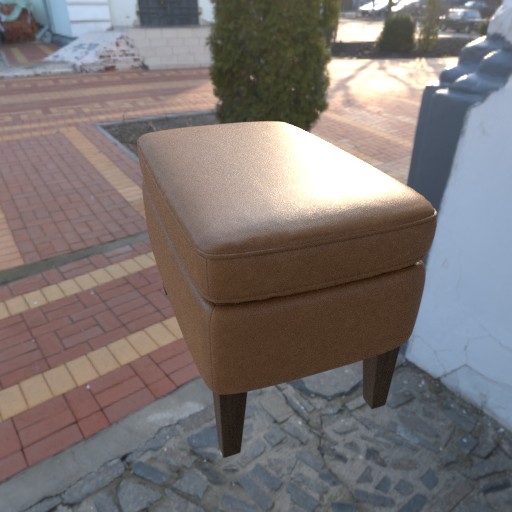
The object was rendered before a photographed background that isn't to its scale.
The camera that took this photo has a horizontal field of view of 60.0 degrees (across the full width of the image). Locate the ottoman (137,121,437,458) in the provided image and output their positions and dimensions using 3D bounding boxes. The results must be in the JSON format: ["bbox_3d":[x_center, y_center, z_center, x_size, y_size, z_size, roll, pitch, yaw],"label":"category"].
[{"bbox_3d":[0.000,0.000,0.996,0.420,0.480,0.670,-11,31,-18],"label":"ottoman"}]
